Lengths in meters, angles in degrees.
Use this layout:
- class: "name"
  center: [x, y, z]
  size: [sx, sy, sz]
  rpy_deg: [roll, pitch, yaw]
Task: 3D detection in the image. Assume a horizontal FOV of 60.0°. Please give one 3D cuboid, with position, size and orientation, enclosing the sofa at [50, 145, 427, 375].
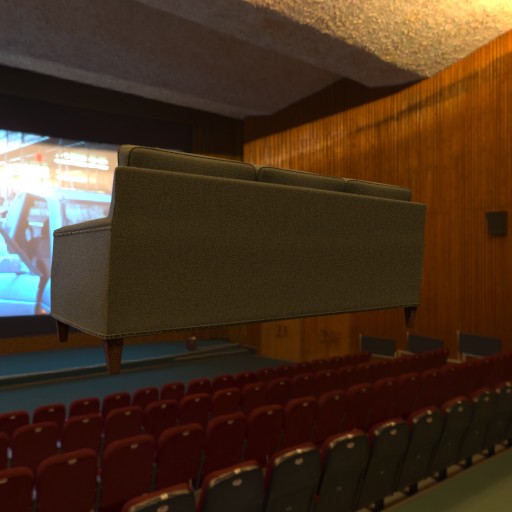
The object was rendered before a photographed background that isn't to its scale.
- class: "sofa"
  center: [0.000, 0.000, 2.835]
  size: [2.246, 1.003, 1.084]
  rpy_deg: [0, 0, -36]
